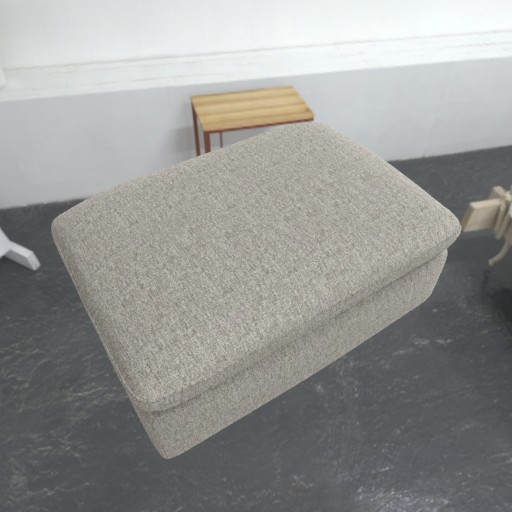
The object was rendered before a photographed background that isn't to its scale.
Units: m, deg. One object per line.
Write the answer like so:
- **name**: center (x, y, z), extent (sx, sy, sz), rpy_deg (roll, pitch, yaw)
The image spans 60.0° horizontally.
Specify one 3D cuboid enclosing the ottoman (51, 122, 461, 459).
- **ottoman**: center (0.000, 0.000, 1.321), extent (0.977, 0.451, 0.694), rpy_deg (-25, 52, -22)
